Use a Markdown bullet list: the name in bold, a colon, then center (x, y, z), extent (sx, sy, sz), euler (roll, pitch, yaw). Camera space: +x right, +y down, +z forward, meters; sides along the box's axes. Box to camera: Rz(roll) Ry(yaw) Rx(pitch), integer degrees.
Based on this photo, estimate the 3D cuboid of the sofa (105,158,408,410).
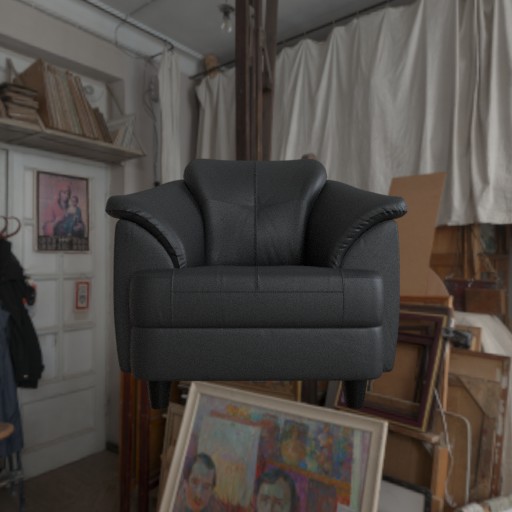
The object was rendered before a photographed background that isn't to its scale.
- **sofa**: center (0.000, 0.000, 1.511), extent (0.870, 0.811, 0.794), euler (0, -1, -1)
